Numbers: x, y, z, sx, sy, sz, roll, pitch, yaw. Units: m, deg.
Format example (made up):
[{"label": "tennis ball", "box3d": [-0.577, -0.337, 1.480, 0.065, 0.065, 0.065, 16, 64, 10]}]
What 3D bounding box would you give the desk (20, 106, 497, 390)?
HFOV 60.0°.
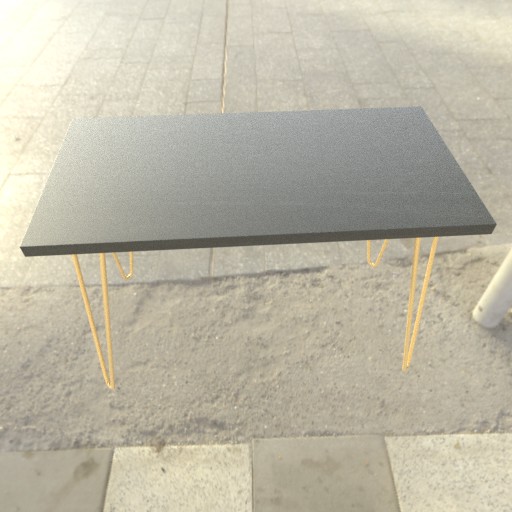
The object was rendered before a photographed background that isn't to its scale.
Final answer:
[{"label": "desk", "box3d": [0.000, 0.000, 1.328, 0.991, 0.660, 0.499, -3, 47, -3]}]
